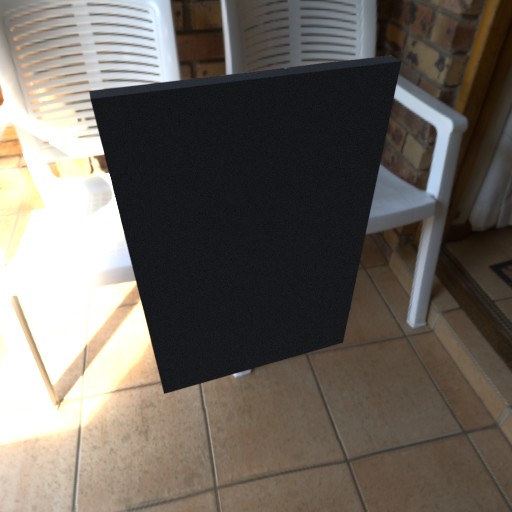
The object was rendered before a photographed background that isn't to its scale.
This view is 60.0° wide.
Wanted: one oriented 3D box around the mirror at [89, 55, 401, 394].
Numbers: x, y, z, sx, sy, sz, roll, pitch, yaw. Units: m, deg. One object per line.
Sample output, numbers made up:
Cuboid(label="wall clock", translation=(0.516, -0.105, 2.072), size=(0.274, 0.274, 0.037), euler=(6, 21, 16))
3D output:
Cuboid(label="mirror", translation=(0.000, 0.000, 1.138), size=(0.606, 0.912, 0.044), euler=(-13, 43, -14))
